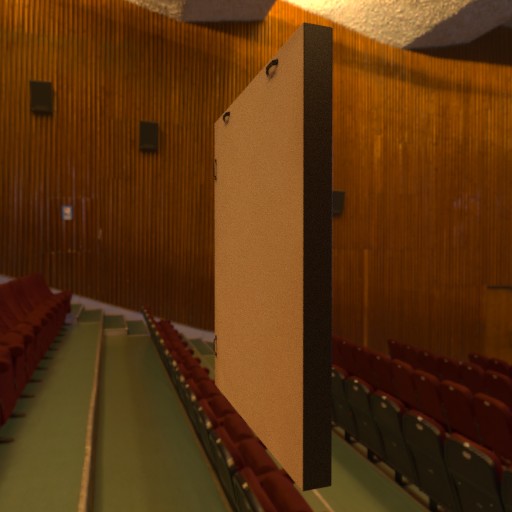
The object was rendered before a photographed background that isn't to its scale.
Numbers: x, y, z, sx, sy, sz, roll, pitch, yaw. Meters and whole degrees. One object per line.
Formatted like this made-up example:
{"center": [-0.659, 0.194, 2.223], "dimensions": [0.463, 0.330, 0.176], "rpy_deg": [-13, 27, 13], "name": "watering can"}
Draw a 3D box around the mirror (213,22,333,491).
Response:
{"center": [0.000, 0.000, 0.675], "dimensions": [0.041, 0.508, 0.405], "rpy_deg": [0, 1, -19], "name": "mirror"}
